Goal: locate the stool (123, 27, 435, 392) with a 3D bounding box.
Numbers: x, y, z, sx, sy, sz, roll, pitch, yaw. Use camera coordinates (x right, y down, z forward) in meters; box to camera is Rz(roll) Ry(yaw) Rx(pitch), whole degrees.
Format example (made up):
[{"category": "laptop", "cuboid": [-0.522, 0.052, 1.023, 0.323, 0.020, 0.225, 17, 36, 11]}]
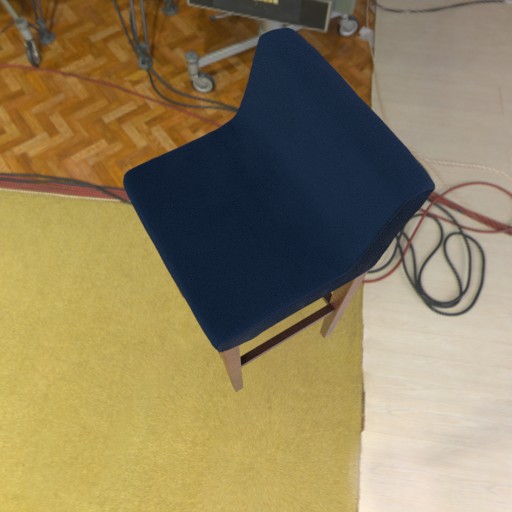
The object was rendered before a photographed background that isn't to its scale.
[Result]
[{"category": "stool", "cuboid": [0.000, 0.000, 1.300, 0.500, 1.037, 0.511, -29, 68, -13]}]
